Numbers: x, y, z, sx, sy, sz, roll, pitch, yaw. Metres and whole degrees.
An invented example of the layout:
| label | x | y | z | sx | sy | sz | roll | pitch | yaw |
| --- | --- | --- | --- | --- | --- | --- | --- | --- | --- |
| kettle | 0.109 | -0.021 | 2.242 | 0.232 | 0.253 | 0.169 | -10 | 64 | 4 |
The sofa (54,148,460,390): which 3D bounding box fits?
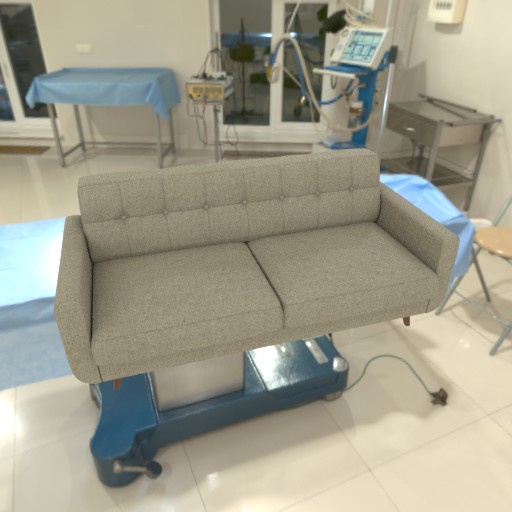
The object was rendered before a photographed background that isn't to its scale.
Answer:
| label | x | y | z | sx | sy | sz | roll | pitch | yaw |
| --- | --- | --- | --- | --- | --- | --- | --- | --- | --- |
| sofa | 0.000 | 0.000 | 2.548 | 2.055 | 0.873 | 0.968 | -9 | 32 | -15 |
